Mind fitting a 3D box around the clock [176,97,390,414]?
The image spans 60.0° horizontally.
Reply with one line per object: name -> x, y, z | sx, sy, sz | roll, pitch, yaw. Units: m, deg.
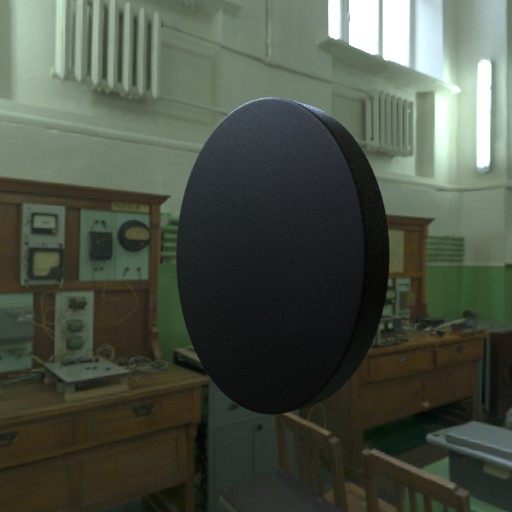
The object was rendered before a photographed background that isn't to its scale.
clock -> 0.000, 0.000, 0.463 | 0.029, 0.314, 0.314 | 0, 0, -37
